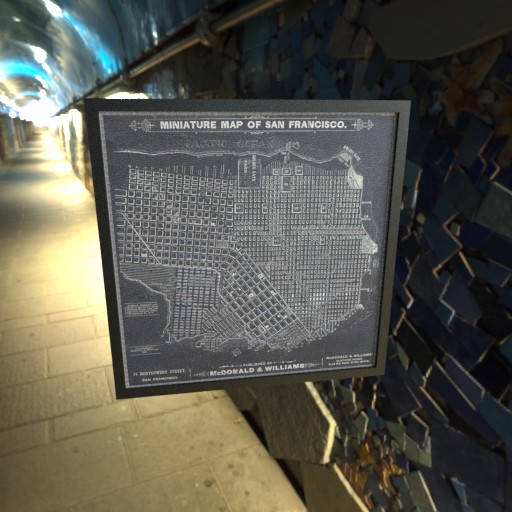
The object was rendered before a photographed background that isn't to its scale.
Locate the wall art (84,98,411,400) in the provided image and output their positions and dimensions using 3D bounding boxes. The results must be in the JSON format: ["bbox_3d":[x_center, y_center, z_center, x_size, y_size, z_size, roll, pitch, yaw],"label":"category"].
[{"bbox_3d":[0.000,0.000,1.211,0.807,0.807,0.022,-3,17,-9],"label":"wall art"}]
